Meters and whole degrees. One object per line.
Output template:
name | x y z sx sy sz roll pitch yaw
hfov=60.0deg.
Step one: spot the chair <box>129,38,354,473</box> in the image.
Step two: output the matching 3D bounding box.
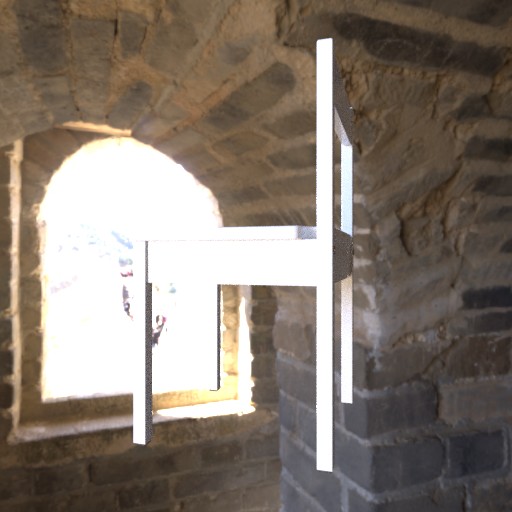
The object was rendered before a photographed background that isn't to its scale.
chair | 0.000 0.000 0.900 0.361 0.668 0.367 0 0 17
